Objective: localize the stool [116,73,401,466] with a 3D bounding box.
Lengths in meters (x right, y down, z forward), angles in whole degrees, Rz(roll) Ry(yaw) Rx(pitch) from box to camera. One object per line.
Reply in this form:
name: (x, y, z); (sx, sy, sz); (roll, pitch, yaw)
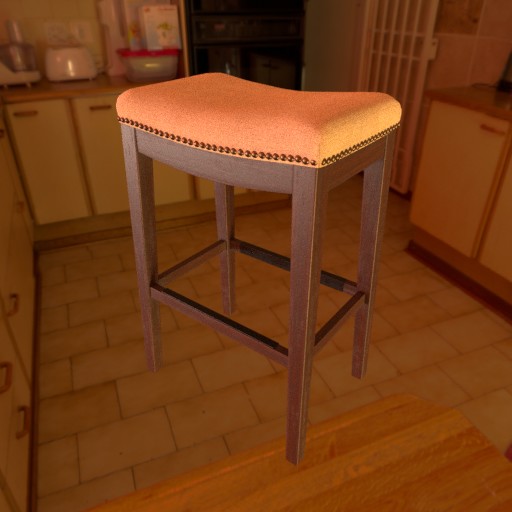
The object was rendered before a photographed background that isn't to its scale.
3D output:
stool: (0.000, 0.000, 1.072); (0.509, 0.768, 0.363); (21, 36, 32)
